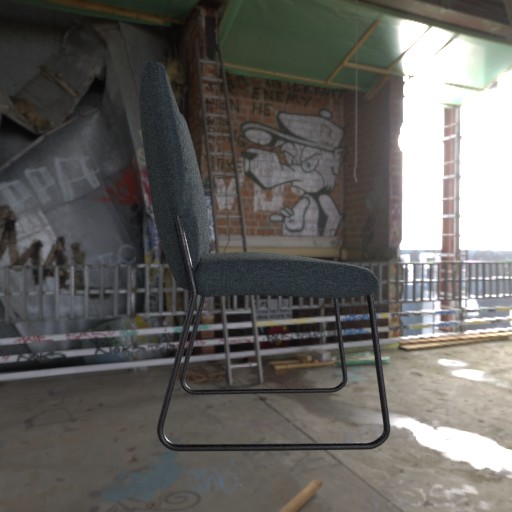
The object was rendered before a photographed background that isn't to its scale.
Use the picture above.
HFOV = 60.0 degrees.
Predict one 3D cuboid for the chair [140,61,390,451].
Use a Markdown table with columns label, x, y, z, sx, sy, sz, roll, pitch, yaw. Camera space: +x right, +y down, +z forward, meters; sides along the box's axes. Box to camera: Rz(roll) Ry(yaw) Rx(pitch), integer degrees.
| label | x | y | z | sx | sy | sz | roll | pitch | yaw |
| --- | --- | --- | --- | --- | --- | --- | --- | --- | --- |
| chair | 0.000 | 0.000 | 1.271 | 0.635 | 0.931 | 0.480 | 0 | 1 | -2 |
